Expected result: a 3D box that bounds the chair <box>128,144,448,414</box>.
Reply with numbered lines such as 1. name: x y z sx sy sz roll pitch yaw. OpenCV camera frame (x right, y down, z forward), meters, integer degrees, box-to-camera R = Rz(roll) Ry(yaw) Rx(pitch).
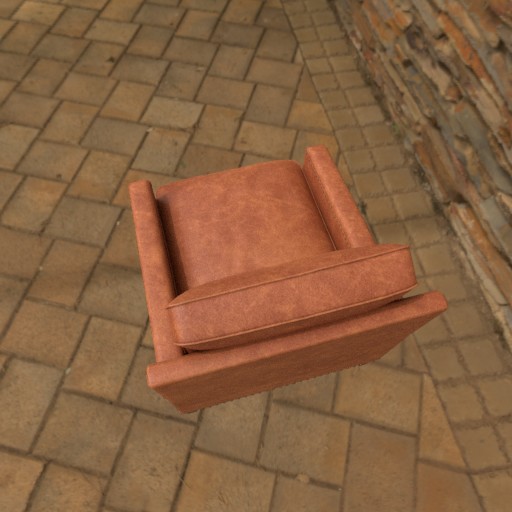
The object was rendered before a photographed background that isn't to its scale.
1. chair: 0.000 0.000 1.711 0.853 0.943 1.014 -13 59 -8
